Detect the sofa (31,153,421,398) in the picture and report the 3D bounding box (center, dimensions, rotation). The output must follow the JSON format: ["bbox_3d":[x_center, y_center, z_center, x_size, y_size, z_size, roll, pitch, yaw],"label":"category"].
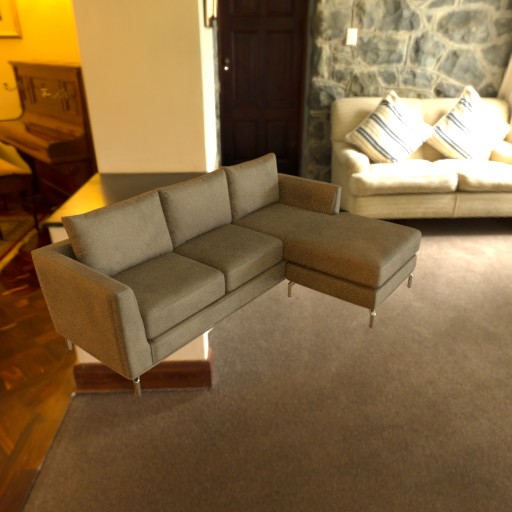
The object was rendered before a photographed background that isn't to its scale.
[{"bbox_3d":[0.000,0.000,3.237,1.622,0.987,2.438,18,31,34],"label":"sofa"}]
